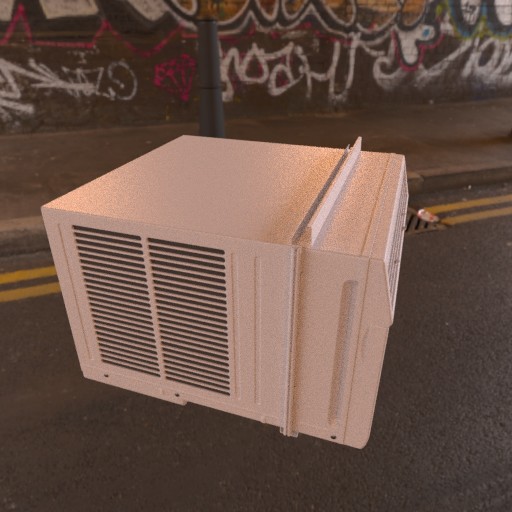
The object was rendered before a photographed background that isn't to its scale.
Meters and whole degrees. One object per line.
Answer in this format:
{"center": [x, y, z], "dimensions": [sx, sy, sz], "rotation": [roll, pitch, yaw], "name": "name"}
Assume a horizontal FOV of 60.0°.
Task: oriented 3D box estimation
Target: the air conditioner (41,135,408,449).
{"center": [0.000, 0.000, 0.887], "dimensions": [0.546, 0.388, 0.503], "rotation": [9, 30, 17], "name": "air conditioner"}
